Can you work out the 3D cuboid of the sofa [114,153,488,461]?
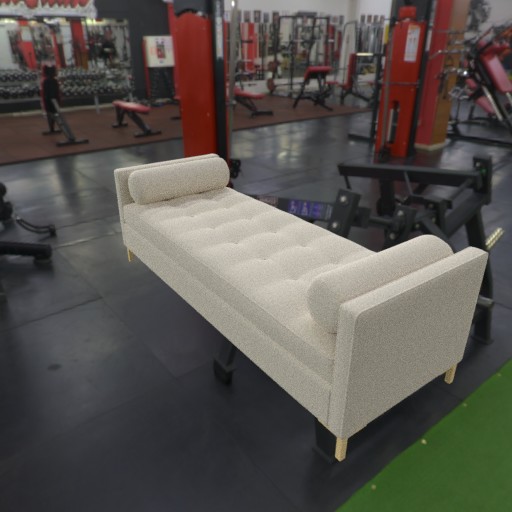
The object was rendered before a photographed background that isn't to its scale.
[{"bbox_3d":[0.000,0.000,2.304,0.746,0.641,1.985,-18,31,-32],"label":"sofa"}]
